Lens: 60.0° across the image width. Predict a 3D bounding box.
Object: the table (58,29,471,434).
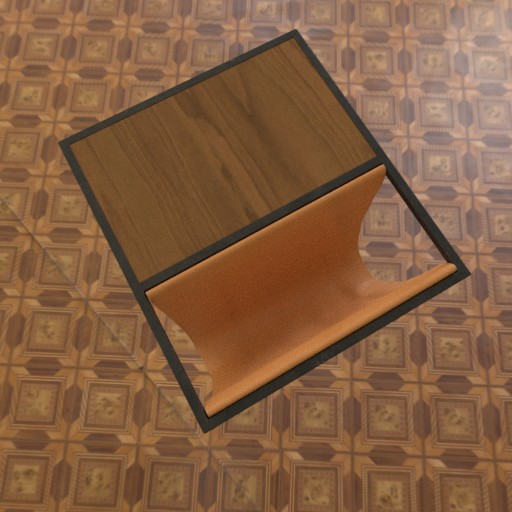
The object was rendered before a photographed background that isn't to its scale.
[{"bbox_3d":[0.000,0.000,0.863,0.399,0.536,0.450,-29,77,-7],"label":"table"}]
